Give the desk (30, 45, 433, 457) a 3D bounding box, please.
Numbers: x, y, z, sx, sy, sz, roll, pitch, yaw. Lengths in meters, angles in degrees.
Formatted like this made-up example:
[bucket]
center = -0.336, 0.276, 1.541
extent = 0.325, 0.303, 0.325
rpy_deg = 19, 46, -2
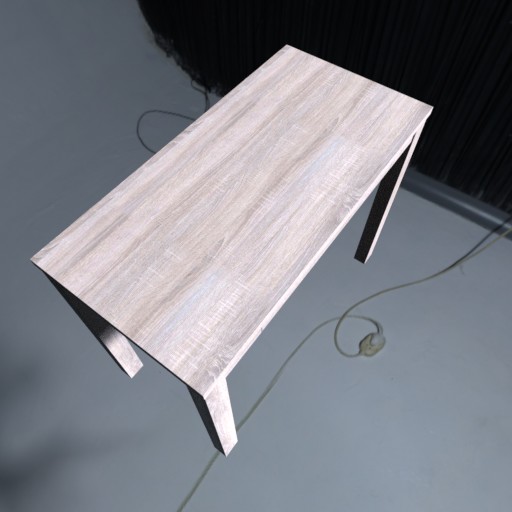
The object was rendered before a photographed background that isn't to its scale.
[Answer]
[desk]
center = 0.000, 0.000, 1.423
extent = 0.495, 0.762, 0.991
rpy_deg = 32, 63, 19
